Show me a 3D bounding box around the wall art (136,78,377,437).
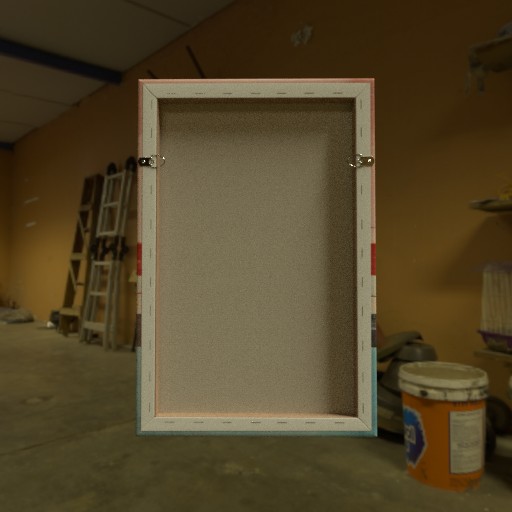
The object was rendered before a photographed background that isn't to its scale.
[{"bbox_3d":[0.000,0.000,1.147,0.610,0.914,0.038,0,-2,1],"label":"wall art"}]
